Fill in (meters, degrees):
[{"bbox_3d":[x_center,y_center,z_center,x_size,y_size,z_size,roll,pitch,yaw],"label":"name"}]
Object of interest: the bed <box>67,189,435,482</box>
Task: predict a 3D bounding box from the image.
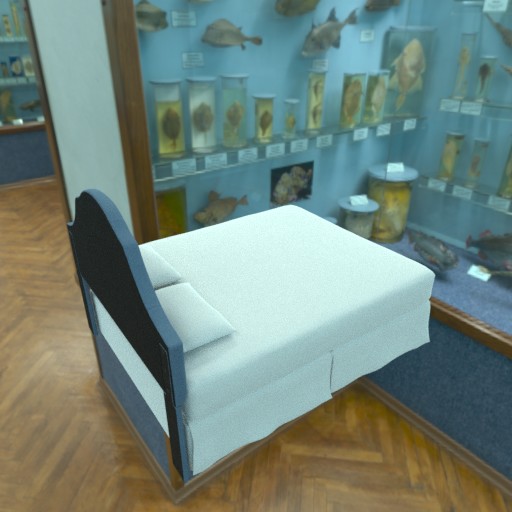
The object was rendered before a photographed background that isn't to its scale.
[{"bbox_3d":[0.000,0.000,3.728,2.477,1.617,2.039,-18,33,-31],"label":"bed"}]
